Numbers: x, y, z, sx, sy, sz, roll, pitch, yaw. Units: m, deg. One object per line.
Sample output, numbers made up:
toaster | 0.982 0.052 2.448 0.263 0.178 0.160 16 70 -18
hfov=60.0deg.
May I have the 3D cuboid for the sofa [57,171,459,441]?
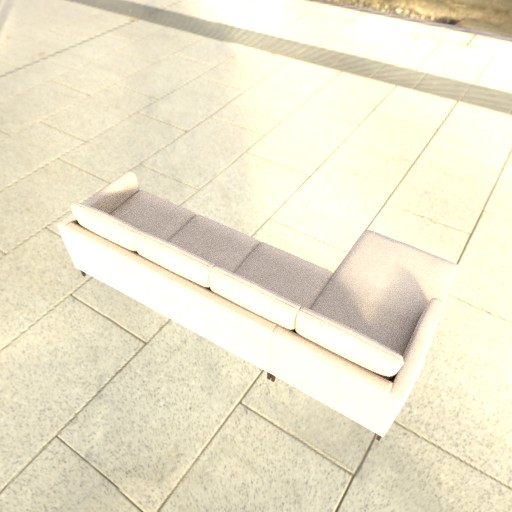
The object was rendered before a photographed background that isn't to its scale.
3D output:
sofa | 0.000 0.000 3.627 2.923 0.816 1.469 24 51 21
